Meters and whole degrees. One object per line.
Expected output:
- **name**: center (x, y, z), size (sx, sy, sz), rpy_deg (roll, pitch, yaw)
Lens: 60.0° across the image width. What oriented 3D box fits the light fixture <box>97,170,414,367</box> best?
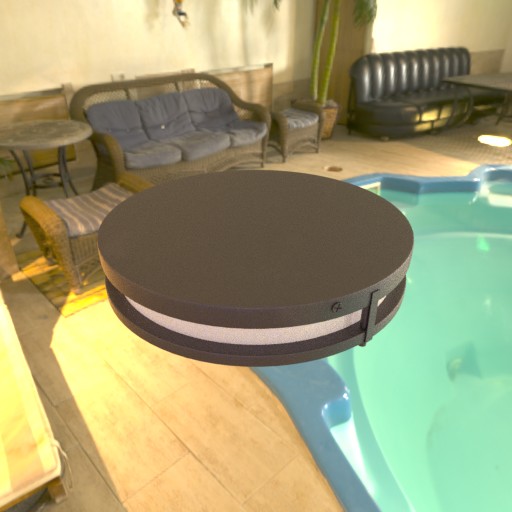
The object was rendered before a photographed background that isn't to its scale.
- **light fixture**: center (0.000, 0.000, 0.542), size (0.356, 0.102, 0.356), rpy_deg (0, 29, 0)
